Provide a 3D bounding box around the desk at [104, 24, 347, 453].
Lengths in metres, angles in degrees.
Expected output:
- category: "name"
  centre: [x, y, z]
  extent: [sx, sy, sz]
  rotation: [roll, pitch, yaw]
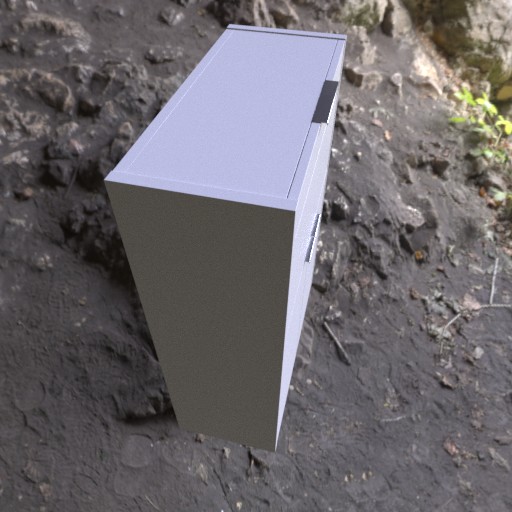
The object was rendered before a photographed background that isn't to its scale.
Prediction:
- category: "desk"
  centre: [0.000, 0.000, 1.535]
  extent: [0.390, 1.190, 0.850]
  rotation: [10, 47, 10]
